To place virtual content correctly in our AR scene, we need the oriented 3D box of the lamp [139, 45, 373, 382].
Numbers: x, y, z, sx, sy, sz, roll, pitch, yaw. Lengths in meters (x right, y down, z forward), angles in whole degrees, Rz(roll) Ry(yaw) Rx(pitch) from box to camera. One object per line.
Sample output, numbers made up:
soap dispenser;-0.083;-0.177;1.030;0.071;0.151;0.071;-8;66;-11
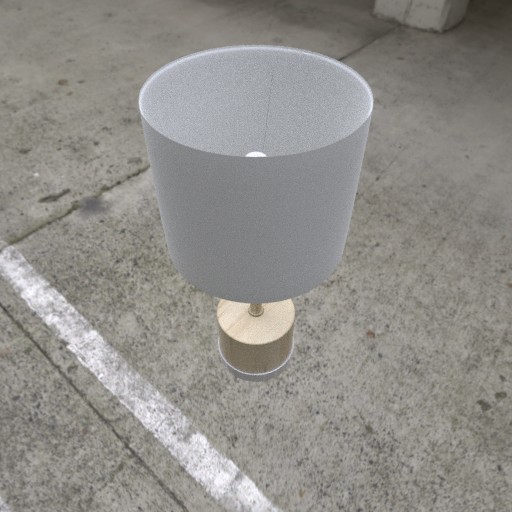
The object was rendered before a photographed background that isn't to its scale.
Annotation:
lamp;0.000;0.000;0.605;0.229;0.470;0.229;32;54;27
